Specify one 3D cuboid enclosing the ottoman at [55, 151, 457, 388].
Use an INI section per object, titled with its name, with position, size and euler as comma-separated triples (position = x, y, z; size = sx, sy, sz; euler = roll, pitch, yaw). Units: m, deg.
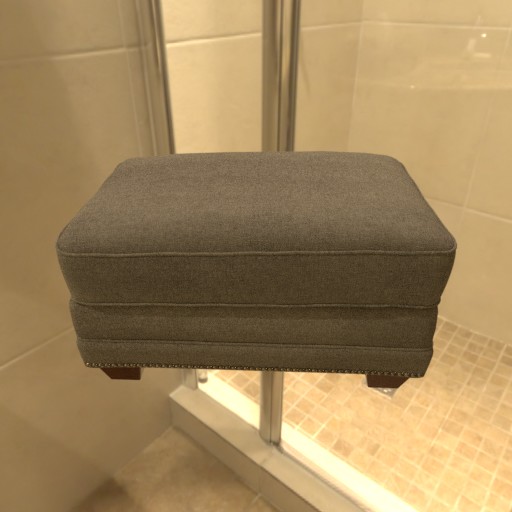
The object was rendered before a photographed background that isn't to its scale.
[ottoman]
position = 0.000, 0.000, 1.157
size = 0.813, 0.457, 0.561
euler = 1, 31, 2
